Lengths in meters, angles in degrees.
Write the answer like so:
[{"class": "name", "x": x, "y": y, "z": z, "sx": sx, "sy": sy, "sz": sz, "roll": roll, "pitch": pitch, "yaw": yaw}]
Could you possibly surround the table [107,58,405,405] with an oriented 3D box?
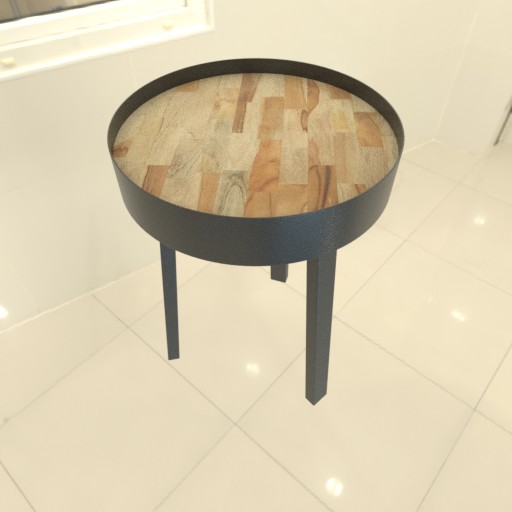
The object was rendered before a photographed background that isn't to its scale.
[{"class": "table", "x": 0.000, "y": 0.000, "z": 0.826, "sx": 0.406, "sy": 0.559, "sz": 0.406, "roll": 0, "pitch": 47, "yaw": 0}]
